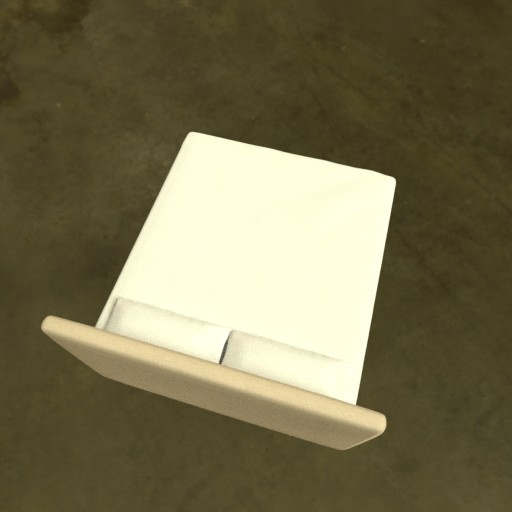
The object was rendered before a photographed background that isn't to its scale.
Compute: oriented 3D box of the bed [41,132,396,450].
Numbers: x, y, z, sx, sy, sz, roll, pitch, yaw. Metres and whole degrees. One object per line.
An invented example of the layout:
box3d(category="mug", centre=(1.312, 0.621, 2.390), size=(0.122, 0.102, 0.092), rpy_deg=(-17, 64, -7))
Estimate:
box3d(category="bed", centre=(0.000, 0.000, 3.529), size=(2.119, 1.317, 2.319), rpy_deg=(15, 63, 7))
